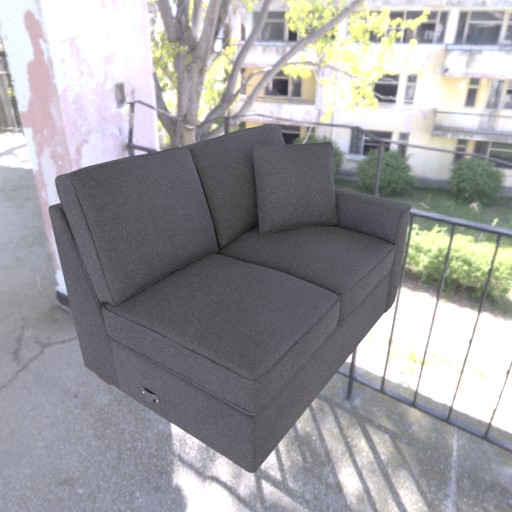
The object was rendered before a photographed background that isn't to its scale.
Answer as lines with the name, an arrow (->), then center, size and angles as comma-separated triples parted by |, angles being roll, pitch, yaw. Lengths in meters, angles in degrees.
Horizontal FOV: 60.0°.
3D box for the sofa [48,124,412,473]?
sofa -> 0.000, 0.000, 2.048 | 0.991, 0.989, 1.388 | 18, 32, 32
